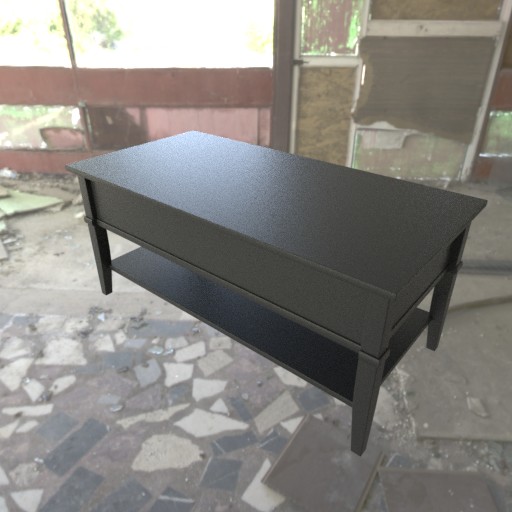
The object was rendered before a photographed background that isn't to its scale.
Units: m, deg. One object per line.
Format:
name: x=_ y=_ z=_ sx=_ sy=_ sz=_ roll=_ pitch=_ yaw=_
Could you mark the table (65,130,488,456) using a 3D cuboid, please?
table: x=0.000 y=0.000 z=1.318 sx=1.044 sy=0.470 sz=0.523 roll=23 pitch=37 yaw=34
